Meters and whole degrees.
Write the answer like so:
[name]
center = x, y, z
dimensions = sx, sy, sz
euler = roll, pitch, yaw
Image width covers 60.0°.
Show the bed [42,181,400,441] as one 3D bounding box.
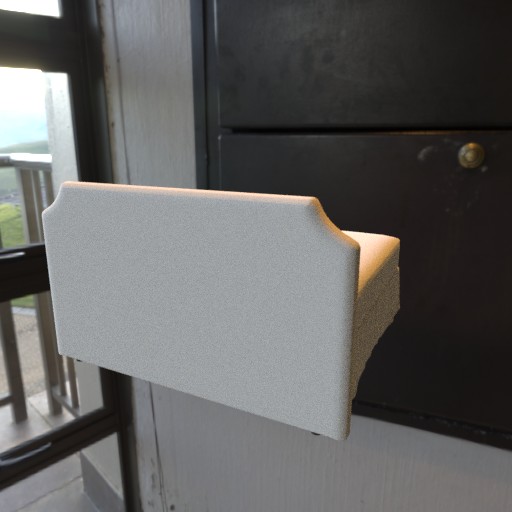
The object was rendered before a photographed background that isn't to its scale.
[bed]
center = 0.000, 0.000, 3.557
dimensions = 2.160, 1.301, 2.204
euler = 8, 17, 26
